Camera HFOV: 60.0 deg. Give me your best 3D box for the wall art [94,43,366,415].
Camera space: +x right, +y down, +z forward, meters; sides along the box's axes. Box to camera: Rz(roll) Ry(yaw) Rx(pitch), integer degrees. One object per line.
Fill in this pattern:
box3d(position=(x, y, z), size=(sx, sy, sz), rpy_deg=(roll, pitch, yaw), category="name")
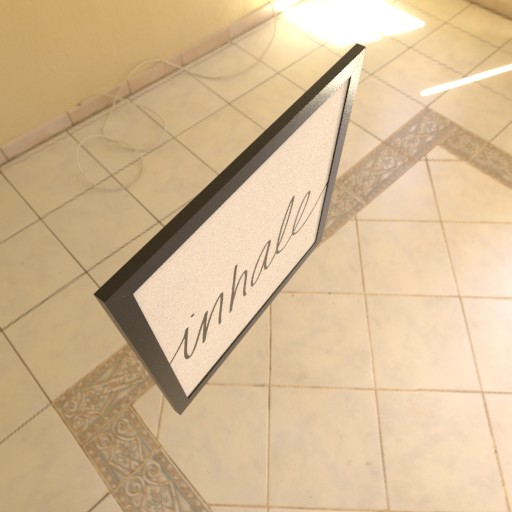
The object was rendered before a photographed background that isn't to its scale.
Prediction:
box3d(position=(0.000, 0.000, 0.659), size=(0.014, 0.445, 0.446), rpy_deg=(33, 64, 18), category="wall art")
